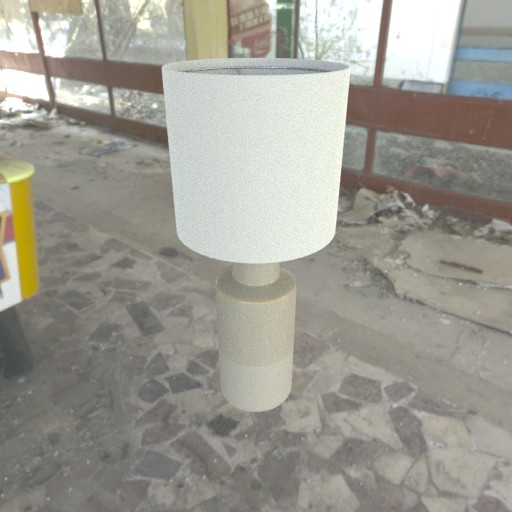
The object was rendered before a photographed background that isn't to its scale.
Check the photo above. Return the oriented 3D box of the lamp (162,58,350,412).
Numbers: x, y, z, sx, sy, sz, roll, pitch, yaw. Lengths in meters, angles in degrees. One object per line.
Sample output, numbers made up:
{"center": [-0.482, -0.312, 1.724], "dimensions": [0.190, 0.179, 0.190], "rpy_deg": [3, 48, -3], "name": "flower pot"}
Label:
{"center": [0.000, 0.000, 0.621], "dimensions": [0.212, 0.493, 0.212], "rpy_deg": [-7, 29, -13], "name": "lamp"}
